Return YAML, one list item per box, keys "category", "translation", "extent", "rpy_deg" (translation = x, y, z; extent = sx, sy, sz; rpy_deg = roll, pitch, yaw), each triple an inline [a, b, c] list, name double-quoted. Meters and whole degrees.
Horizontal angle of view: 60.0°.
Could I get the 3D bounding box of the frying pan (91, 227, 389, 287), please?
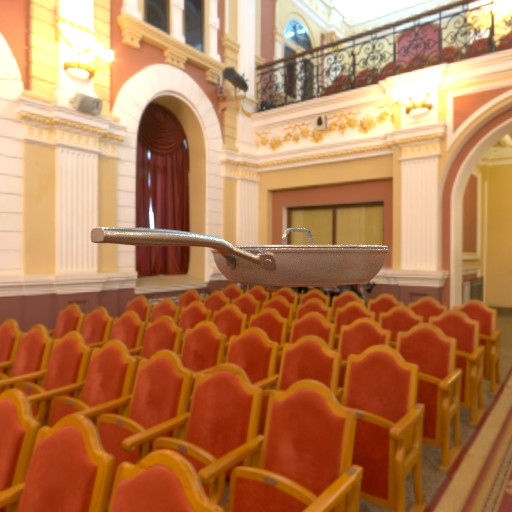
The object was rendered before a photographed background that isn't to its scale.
- category: "frying pan"
  translation: [0.000, 0.000, 0.607]
  extent: [0.272, 0.086, 0.490]
  rpy_deg: [0, 0, 37]
